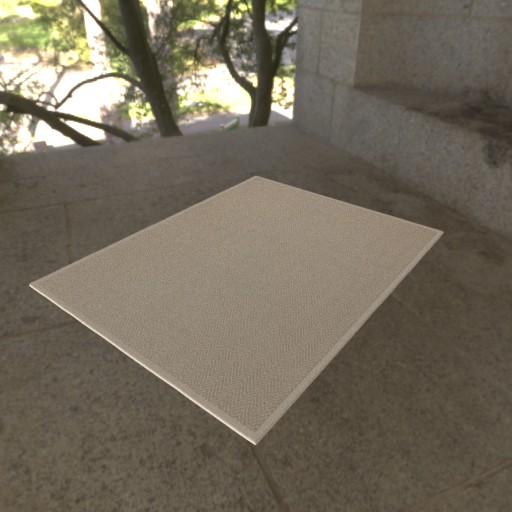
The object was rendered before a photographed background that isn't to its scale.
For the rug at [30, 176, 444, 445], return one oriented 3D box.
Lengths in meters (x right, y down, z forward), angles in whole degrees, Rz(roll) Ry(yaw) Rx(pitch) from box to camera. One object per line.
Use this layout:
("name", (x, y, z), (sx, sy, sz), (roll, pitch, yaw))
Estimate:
("rug", (0.000, 0.000, 4.057), (2.407, 0.020, 3.051), (23, 39, 32))
